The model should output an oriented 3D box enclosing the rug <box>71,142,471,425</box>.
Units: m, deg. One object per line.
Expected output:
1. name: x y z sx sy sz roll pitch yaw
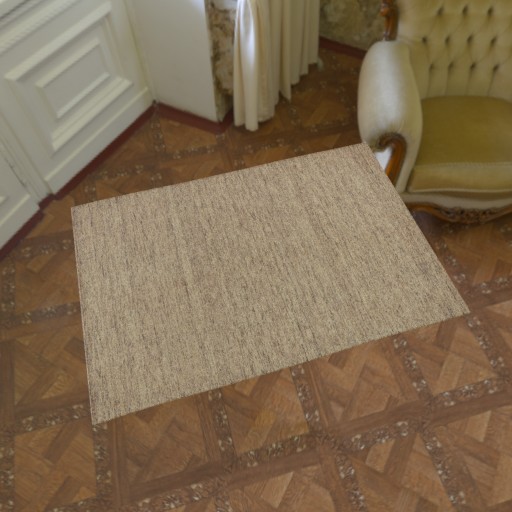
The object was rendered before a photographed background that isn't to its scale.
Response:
1. rug: 0.000 0.000 2.932 2.283 0.013 1.547 -14 59 -9
